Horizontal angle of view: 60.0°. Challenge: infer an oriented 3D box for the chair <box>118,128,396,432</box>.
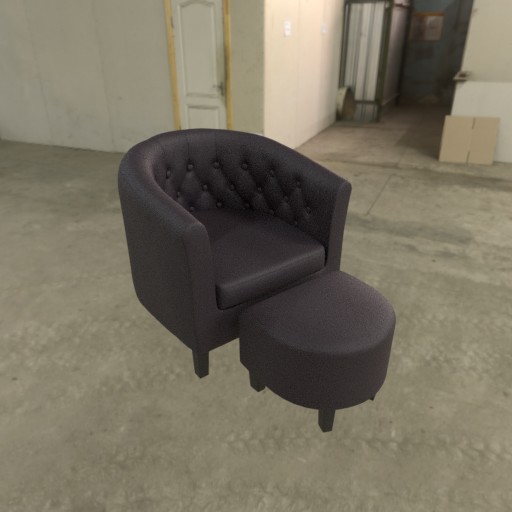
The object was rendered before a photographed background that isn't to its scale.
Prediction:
[{"bbox_3d":[0.000,0.000,1.689,0.763,0.760,1.191,-19,33,-32],"label":"chair"}]
